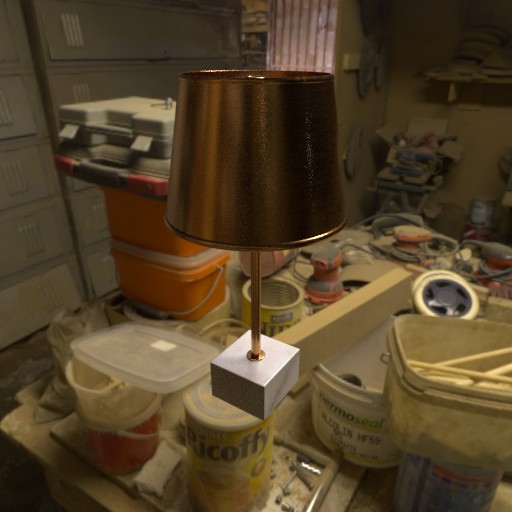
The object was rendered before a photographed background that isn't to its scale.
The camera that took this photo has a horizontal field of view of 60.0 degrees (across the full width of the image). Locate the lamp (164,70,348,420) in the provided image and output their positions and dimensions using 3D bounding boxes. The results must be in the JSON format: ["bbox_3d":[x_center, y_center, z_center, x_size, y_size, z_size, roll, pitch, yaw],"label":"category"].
[{"bbox_3d":[0.000,0.000,0.533,0.208,0.406,0.208,0,25,0],"label":"lamp"}]
